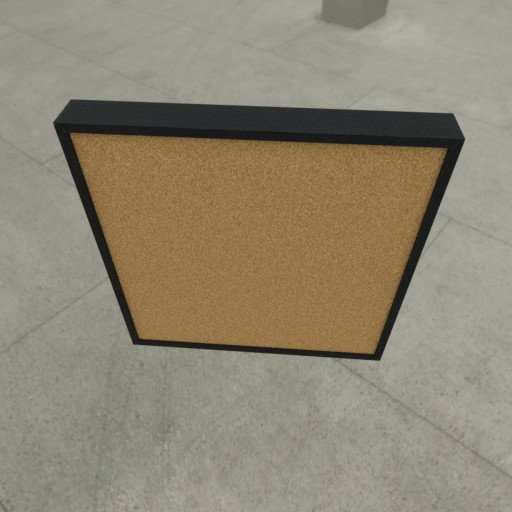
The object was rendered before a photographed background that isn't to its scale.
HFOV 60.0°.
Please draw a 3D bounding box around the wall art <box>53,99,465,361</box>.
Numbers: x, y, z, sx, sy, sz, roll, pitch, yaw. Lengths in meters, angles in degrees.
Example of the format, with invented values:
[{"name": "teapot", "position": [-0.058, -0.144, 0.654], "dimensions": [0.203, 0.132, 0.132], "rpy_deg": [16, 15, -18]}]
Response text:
[{"name": "wall art", "position": [0.000, 0.000, 0.449], "dimensions": [0.305, 0.305, 0.037], "rpy_deg": [3, 46, 3]}]
